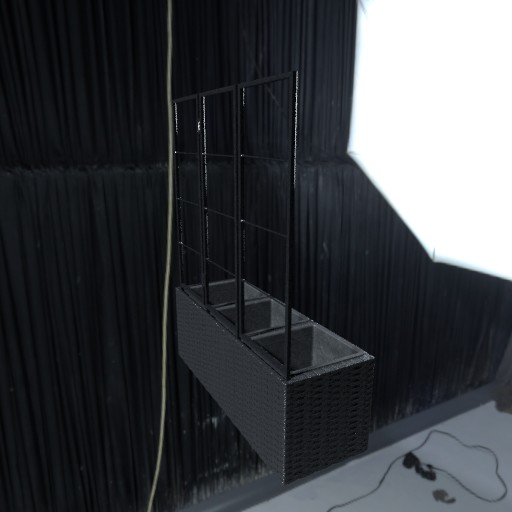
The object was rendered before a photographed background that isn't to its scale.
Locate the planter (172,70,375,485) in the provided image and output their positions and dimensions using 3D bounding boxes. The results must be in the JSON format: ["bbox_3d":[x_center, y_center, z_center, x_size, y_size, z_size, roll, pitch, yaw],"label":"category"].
[{"bbox_3d":[0.000,0.000,1.204,0.244,0.841,0.698,-8,17,-27],"label":"planter"}]
